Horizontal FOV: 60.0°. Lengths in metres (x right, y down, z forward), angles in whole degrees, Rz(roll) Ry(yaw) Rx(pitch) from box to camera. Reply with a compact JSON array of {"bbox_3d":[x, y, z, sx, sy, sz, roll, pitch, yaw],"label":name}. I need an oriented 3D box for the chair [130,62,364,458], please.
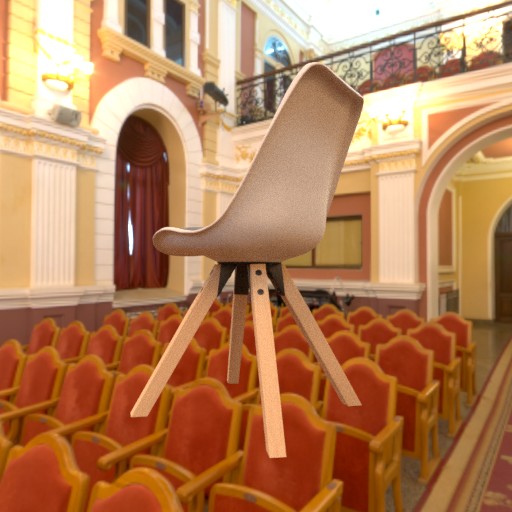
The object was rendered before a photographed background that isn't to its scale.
[{"bbox_3d":[0.000,0.000,1.213,0.550,0.850,0.485,-1,-2,35],"label":"chair"}]
